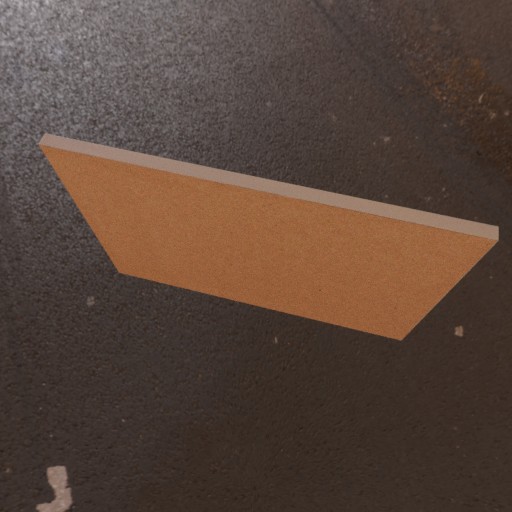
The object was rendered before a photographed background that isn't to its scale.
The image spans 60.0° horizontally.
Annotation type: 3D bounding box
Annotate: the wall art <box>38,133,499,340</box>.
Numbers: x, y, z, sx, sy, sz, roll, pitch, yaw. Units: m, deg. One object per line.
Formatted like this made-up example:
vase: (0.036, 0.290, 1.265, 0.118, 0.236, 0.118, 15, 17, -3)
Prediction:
wall art: (0.000, 0.000, 0.760, 0.615, 0.410, 0.021, 13, 63, 7)
